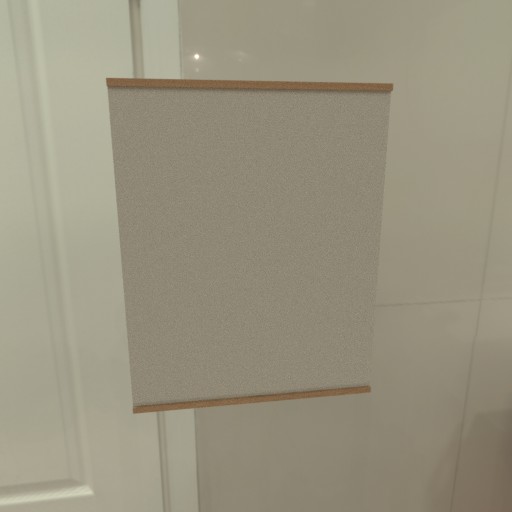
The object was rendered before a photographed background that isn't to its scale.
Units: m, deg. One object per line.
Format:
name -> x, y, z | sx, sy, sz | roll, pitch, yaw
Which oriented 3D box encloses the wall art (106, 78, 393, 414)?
wall art -> 0.000, 0.000, 0.688 | 0.405, 0.508, 0.012 | -2, 15, -9
